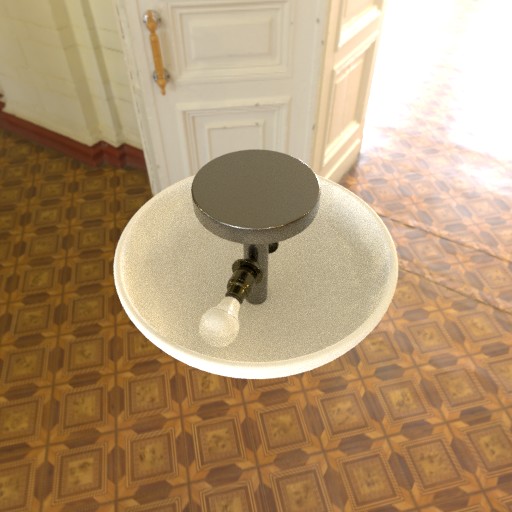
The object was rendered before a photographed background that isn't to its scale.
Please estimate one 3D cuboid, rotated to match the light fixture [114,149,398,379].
[{"bbox_3d":[0.000,0.000,0.538,0.330,0.214,0.330,0,46,0],"label":"light fixture"}]
